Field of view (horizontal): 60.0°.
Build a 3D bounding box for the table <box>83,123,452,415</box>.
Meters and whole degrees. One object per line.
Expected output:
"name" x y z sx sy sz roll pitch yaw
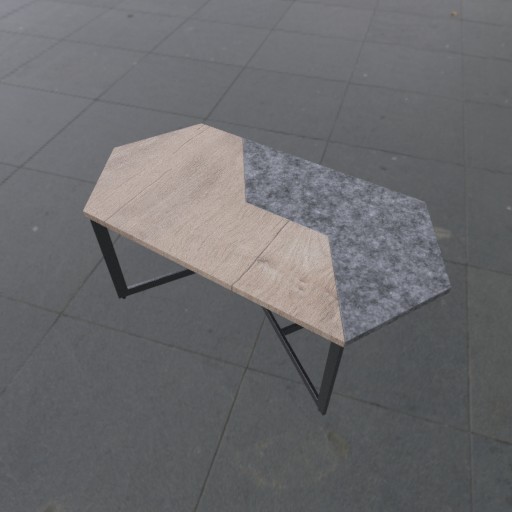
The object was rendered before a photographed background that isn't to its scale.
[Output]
"table" 0.000 0.000 1.556 1.219 0.457 0.609 25 52 21
